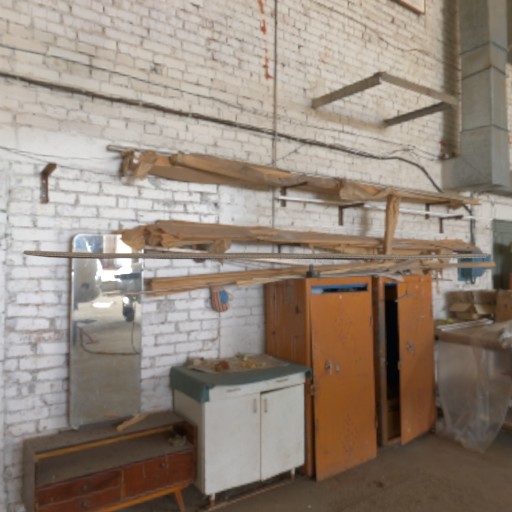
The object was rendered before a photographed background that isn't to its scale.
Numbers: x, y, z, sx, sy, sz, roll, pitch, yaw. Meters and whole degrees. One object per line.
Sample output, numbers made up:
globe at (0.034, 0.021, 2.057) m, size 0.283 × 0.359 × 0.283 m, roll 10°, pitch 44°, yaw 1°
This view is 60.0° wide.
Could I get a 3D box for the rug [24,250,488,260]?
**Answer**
rug at (0.000, 0.000, 3.076) m, size 2.430 × 0.053 × 1.553 m, roll 0°, pitch -1°, yaw 0°
